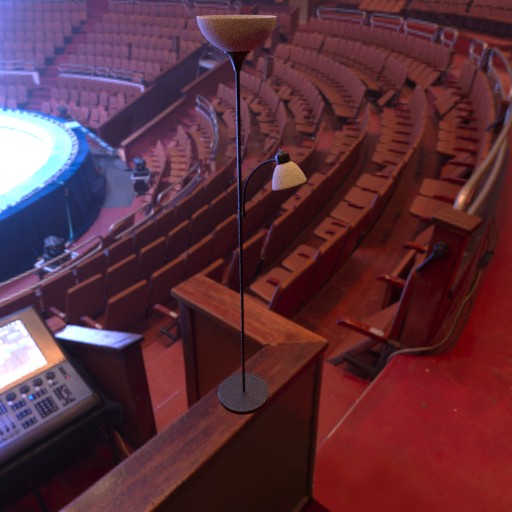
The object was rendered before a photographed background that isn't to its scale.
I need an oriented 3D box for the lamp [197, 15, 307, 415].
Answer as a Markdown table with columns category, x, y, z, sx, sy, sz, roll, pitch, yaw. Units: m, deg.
| category | x | y | z | sx | sy | sz | roll | pitch | yaw |
| --- | --- | --- | --- | --- | --- | --- | --- | --- | --- |
| lamp | 0.000 | 0.000 | 1.901 | 0.442 | 1.804 | 0.279 | 23 | 37 | 34 |
